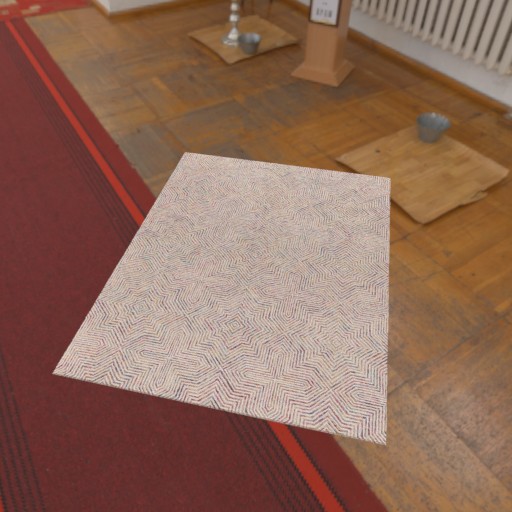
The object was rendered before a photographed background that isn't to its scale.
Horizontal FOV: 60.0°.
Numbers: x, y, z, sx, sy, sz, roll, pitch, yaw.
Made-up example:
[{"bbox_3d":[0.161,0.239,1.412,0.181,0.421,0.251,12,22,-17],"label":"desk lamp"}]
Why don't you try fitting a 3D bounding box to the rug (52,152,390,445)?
[{"bbox_3d":[0.000,0.000,4.156,2.442,0.008,3.046,9,47,9],"label":"rug"}]
